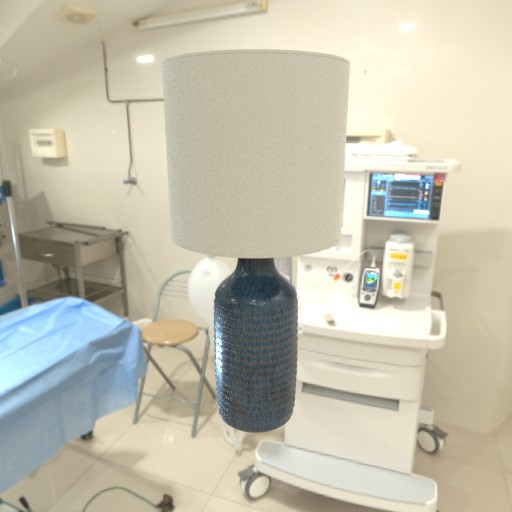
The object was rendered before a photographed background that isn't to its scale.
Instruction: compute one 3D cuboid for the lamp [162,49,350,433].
[{"bbox_3d":[0.000,0.000,0.595,0.220,0.475,0.220,8,18,27],"label":"lamp"}]
